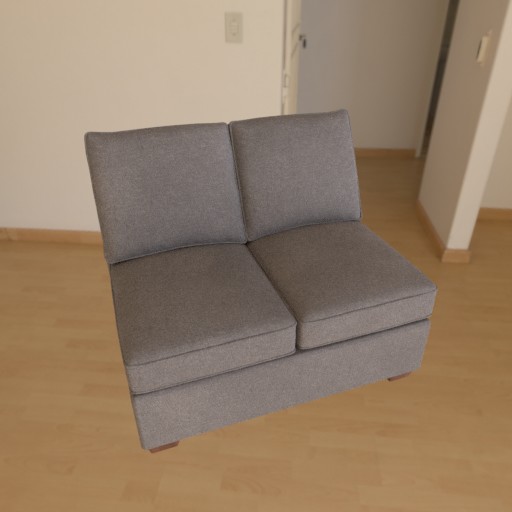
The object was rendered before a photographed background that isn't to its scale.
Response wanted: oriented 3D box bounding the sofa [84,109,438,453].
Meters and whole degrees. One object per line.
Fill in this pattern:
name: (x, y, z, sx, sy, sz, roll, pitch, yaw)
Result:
sofa: (0.000, 0.000, 1.920, 1.237, 1.008, 0.951, -11, 33, -17)
